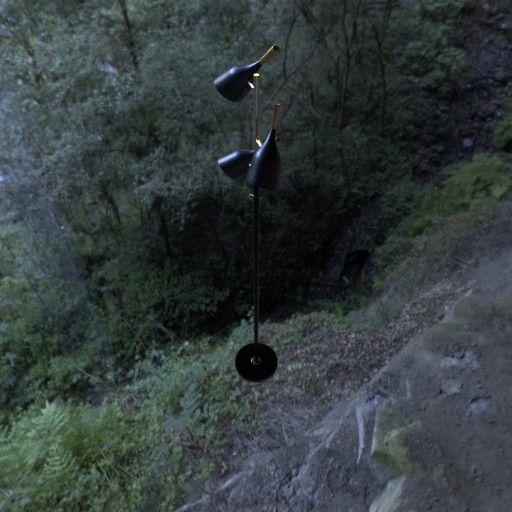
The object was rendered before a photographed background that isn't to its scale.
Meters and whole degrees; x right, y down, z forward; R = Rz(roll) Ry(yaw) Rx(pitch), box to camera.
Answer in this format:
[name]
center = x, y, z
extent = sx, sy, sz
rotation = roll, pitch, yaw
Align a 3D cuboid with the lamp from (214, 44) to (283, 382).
[lamp]
center = 0.000, 0.000, 1.976
extent = 0.253, 1.778, 0.434
rotation = -15, 47, -15
